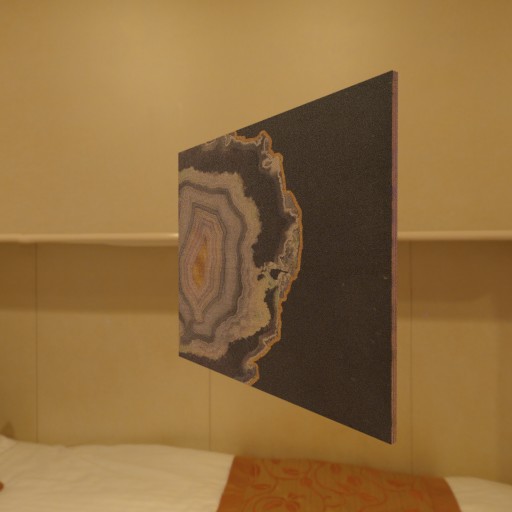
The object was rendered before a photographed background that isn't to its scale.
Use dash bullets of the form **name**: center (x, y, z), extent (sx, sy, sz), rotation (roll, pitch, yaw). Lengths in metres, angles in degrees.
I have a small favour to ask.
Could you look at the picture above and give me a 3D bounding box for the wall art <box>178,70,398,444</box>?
- **wall art**: center (0.000, 0.000, 0.689), extent (0.010, 0.408, 0.508), rotation (-1, 1, -37)
